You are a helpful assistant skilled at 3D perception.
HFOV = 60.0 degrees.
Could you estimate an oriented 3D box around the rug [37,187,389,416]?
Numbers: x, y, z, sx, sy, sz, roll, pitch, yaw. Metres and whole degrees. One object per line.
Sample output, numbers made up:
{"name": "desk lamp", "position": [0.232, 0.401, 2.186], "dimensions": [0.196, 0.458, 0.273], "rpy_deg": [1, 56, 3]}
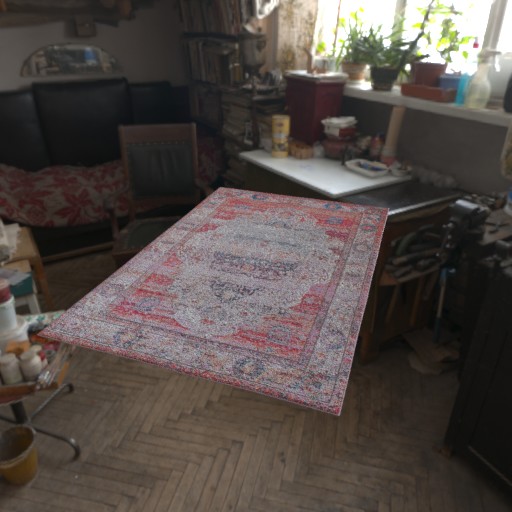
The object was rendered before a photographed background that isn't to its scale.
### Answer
{"name": "rug", "position": [0.000, 0.000, 2.352], "dimensions": [1.219, 0.006, 1.829], "rpy_deg": [10, 30, 17]}
